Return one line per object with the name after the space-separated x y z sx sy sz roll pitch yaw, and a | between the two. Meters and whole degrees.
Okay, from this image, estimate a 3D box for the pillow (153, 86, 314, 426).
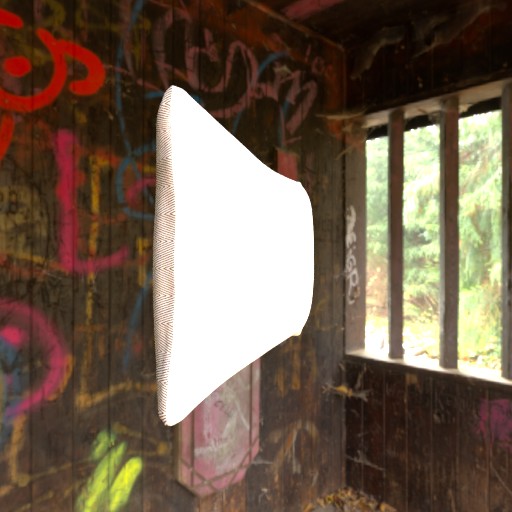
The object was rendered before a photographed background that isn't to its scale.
0.000 0.000 0.629 0.139 0.305 0.506 0 0 18 | pillow
